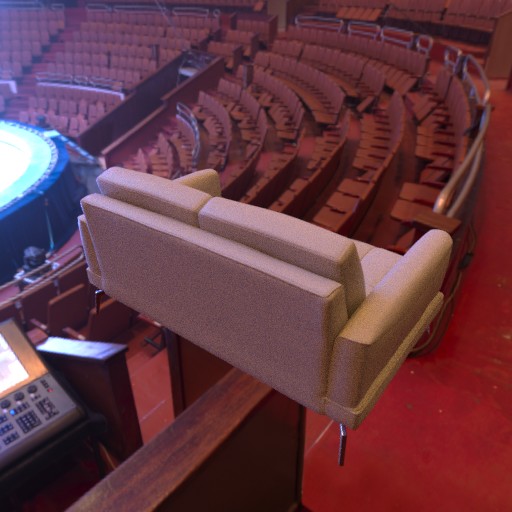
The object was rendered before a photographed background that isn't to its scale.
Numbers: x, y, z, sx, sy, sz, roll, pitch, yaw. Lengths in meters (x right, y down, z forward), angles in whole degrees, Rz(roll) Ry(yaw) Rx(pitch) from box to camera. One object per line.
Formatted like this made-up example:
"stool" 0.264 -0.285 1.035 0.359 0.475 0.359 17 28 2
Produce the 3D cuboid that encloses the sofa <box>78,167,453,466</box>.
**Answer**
"sofa" 0.000 0.000 2.455 1.819 0.930 1.121 21 36 32
